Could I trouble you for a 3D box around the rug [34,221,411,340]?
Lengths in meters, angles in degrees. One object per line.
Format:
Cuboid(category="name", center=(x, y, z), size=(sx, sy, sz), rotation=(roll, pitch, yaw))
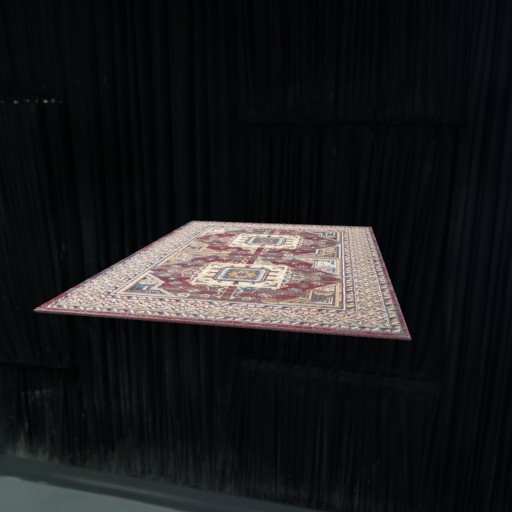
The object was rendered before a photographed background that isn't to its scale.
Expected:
Cuboid(category="rug", center=(0.000, 0.000, 2.873), size=(1.599, 0.011, 2.210), rotation=(3, 15, 10))
